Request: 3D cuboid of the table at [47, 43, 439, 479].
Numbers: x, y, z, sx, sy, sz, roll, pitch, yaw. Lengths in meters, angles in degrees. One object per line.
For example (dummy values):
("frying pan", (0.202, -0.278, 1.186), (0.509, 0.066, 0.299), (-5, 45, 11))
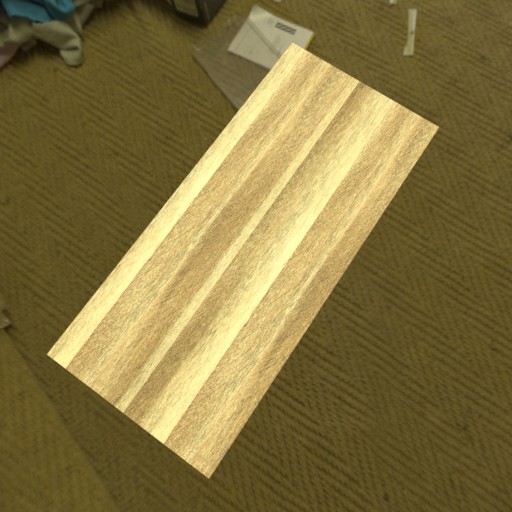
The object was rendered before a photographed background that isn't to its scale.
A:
("table", (0.000, 0.000, 1.396), (0.493, 0.480, 1.095), (34, 78, 8))
